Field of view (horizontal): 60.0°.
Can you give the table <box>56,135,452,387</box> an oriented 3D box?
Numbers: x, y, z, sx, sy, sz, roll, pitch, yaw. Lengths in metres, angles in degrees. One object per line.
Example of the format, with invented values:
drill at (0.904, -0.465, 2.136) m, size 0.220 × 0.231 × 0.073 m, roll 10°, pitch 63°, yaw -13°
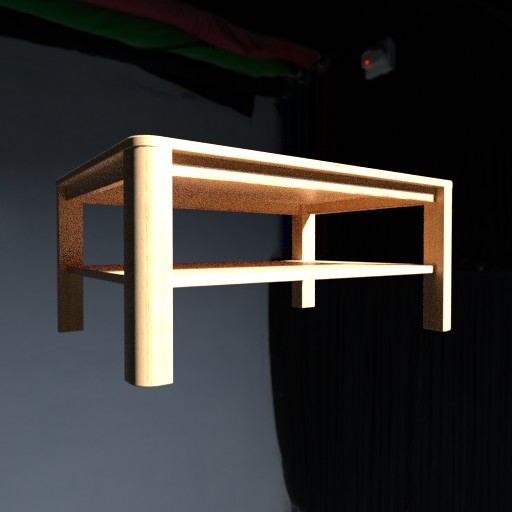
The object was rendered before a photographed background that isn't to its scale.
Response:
table at (0.000, 0.000, 1.335) m, size 0.997 × 0.445 × 0.696 m, roll -1°, pitch 1°, yaw -35°
